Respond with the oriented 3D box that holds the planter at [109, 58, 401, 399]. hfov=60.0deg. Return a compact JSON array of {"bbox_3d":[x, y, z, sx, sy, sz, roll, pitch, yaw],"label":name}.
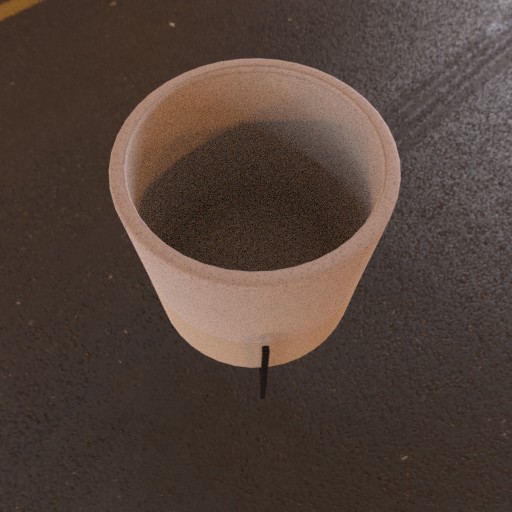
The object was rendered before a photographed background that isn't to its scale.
[{"bbox_3d":[0.000,0.000,0.653,0.313,0.423,0.335,-4,62,-2],"label":"planter"}]
